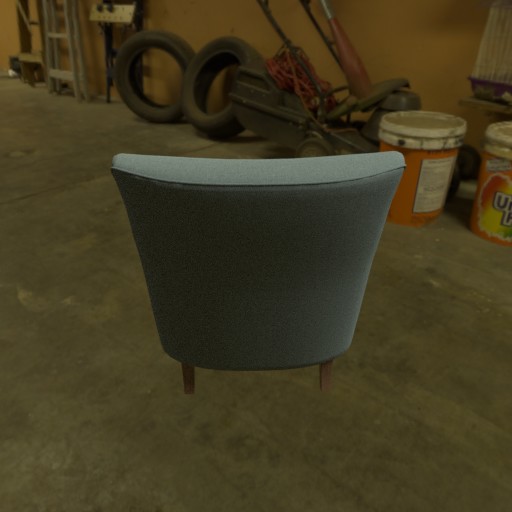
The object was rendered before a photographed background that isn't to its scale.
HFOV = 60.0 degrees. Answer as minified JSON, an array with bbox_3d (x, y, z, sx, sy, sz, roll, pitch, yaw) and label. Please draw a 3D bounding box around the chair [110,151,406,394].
[{"bbox_3d":[0.000,0.000,1.590,0.756,0.916,0.879,-1,30,-2],"label":"chair"}]
